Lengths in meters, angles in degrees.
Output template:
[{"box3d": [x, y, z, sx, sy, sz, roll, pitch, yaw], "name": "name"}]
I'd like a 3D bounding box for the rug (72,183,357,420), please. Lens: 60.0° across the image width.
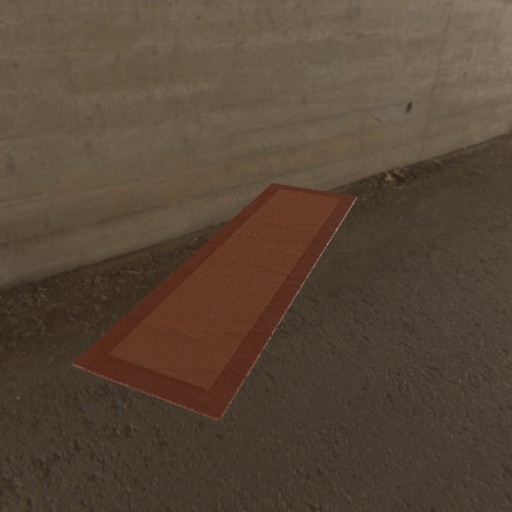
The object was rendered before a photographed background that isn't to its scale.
[{"box3d": [0.000, 0.000, 2.825, 0.914, 0.013, 2.471, 11, 32, 17], "name": "rug"}]
